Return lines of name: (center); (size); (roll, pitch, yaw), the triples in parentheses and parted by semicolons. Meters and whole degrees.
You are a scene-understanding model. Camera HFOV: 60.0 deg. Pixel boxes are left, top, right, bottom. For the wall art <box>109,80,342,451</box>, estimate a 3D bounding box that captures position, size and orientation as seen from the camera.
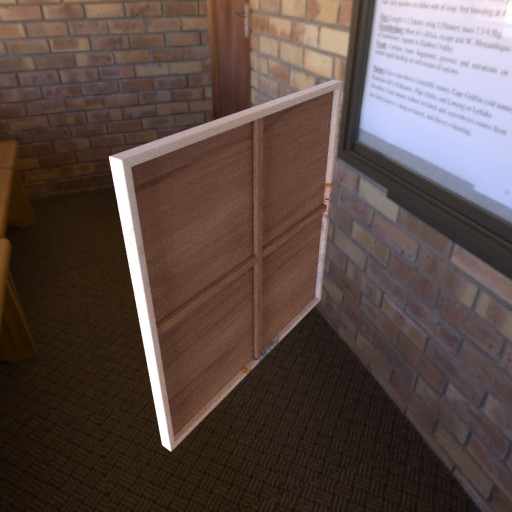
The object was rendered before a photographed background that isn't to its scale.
wall art: (0.000, 0.000, 1.368); (0.038, 0.889, 0.889); (22, 38, 30)
